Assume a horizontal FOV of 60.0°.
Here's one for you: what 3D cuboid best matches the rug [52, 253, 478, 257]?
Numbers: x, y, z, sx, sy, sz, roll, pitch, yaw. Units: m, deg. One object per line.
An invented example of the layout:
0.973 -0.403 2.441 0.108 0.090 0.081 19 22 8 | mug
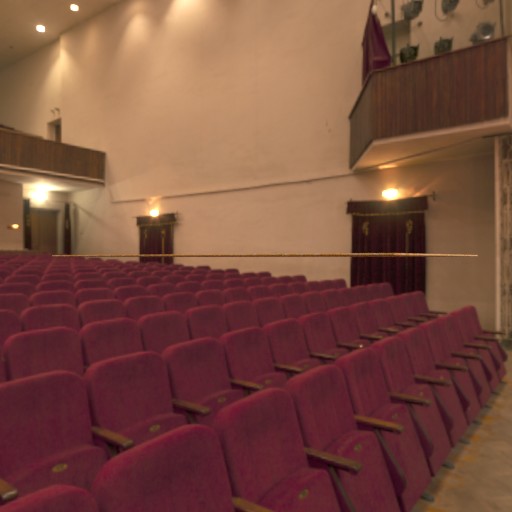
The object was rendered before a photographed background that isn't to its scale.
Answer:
0.000 0.000 2.965 2.424 0.010 1.511 0 0 37 | rug
